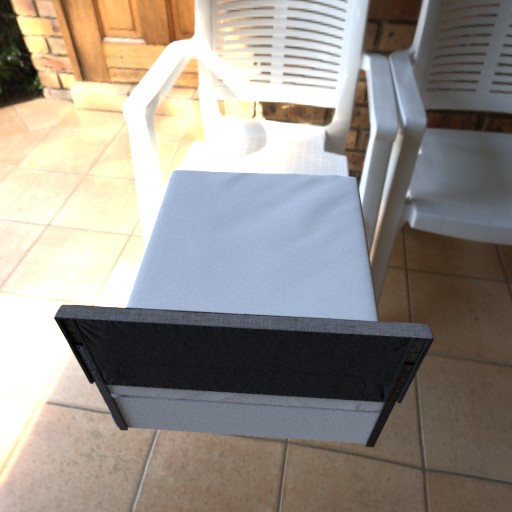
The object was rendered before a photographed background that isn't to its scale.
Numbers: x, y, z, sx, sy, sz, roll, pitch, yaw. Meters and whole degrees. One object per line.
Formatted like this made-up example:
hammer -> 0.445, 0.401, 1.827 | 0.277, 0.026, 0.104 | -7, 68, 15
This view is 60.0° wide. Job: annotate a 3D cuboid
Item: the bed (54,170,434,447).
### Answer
bed -> 0.000, 0.000, 2.922 | 1.621, 1.168, 1.958 | 3, 46, 3
